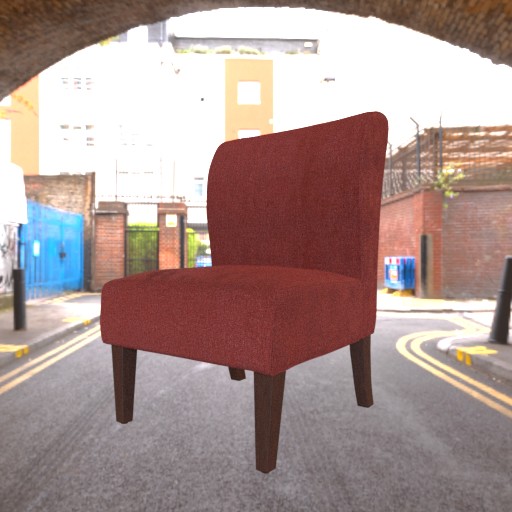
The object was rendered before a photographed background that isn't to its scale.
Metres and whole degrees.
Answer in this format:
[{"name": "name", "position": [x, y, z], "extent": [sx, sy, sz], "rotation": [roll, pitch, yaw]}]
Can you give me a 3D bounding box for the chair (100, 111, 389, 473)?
[{"name": "chair", "position": [0.000, 0.000, 1.215], "extent": [0.538, 0.846, 0.640], "rotation": [0, 0, 36]}]
